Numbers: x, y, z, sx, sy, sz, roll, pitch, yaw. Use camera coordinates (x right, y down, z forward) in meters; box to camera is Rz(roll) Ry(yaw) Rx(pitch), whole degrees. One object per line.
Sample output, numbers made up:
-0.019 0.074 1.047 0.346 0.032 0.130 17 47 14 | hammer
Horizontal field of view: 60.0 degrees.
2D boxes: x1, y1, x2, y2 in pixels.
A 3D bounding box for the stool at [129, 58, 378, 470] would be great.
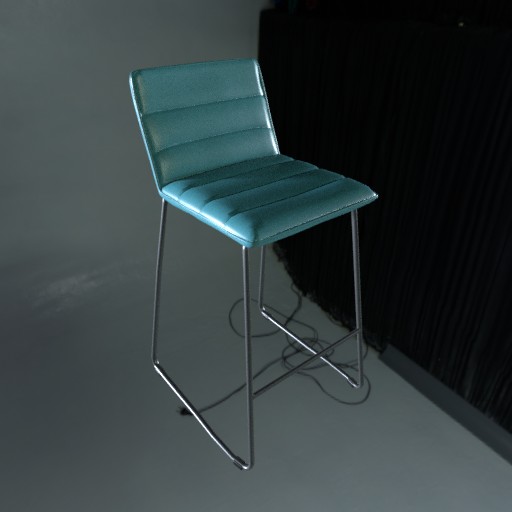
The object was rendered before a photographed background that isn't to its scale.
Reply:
0.000 0.000 1.217 0.489 0.936 0.524 -22 37 -32 | stool
